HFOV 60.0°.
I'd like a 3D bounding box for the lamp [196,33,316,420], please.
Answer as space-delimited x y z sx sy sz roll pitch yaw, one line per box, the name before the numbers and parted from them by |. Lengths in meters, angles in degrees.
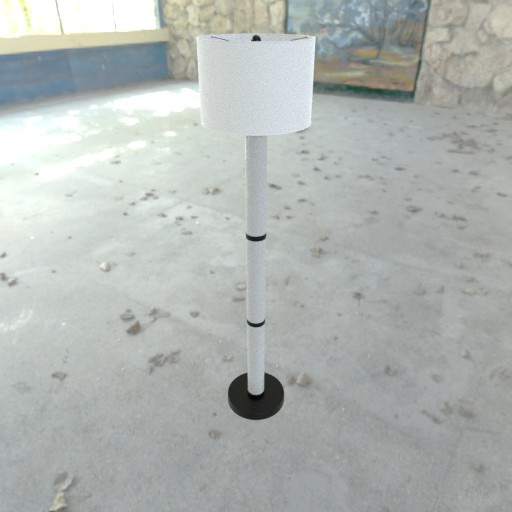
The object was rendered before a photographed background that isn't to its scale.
lamp | 0.000 0.000 1.789 0.377 1.599 0.377 20 35 31
